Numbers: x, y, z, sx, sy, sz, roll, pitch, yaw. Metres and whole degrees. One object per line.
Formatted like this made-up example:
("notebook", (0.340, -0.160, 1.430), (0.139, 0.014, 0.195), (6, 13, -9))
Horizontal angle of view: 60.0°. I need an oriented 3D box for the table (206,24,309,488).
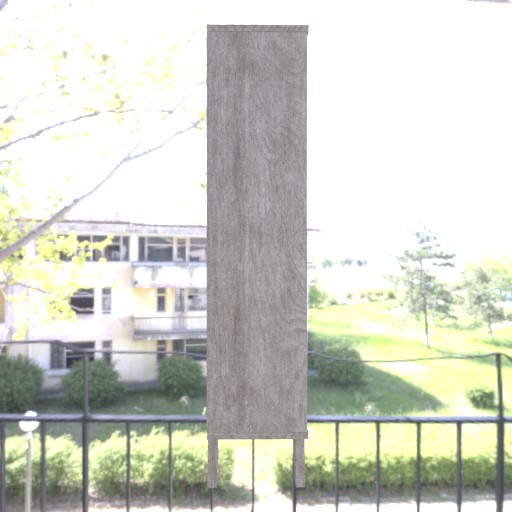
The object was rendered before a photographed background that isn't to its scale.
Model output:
("table", (0.000, 0.000, 1.536), (0.256, 1.135, 0.902), (0, 0, -1))
